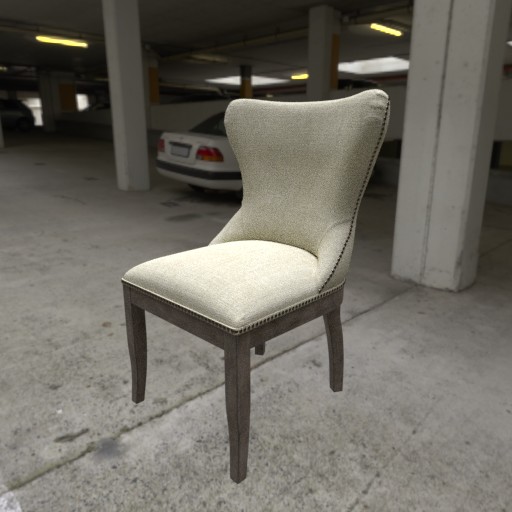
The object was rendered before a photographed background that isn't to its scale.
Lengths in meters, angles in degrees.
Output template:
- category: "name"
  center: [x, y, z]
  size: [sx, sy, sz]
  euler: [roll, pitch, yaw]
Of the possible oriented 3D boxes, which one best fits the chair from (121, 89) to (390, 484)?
- category: "chair"
  center: [0.000, 0.000, 1.432]
  size: [0.654, 1.002, 0.681]
  euler: [15, 22, 43]
